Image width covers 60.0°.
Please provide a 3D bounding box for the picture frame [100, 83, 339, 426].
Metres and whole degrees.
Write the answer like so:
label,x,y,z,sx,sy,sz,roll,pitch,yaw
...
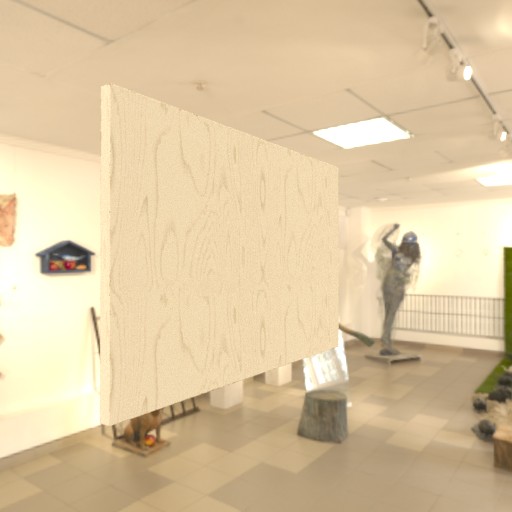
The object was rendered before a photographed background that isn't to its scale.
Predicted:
label,x,y,z,sx,sy,sz,roll,pitch,yaw
picture frame,0.000,0.000,1.216,0.029,0.640,0.950,0,-1,37
